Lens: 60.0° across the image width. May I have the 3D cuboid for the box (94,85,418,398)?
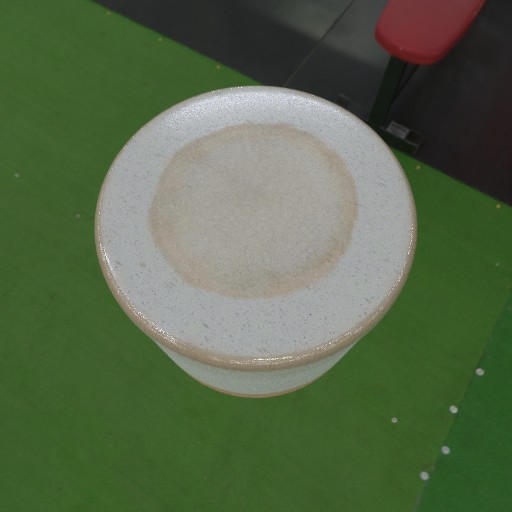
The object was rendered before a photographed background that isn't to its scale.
[{"bbox_3d":[0.000,0.000,0.264,0.154,0.123,0.154,0,66,0],"label":"box"}]
